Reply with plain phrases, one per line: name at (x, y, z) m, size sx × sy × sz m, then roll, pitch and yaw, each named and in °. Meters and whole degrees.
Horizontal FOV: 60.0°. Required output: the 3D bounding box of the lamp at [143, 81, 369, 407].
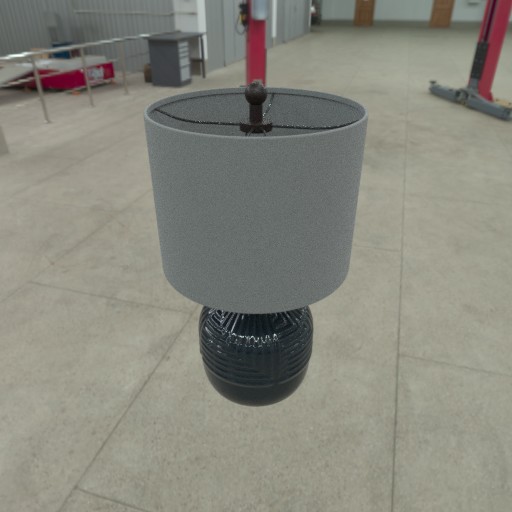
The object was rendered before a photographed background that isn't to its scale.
lamp at (0.000, 0.000, 0.765) m, size 0.318 × 0.567 × 0.318 m, roll 0°, pitch 31°, yaw 0°
